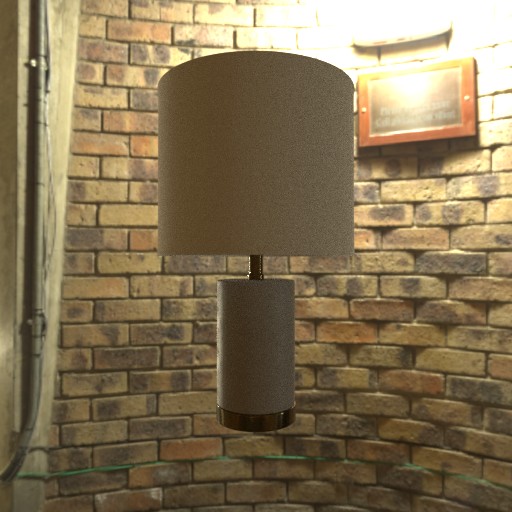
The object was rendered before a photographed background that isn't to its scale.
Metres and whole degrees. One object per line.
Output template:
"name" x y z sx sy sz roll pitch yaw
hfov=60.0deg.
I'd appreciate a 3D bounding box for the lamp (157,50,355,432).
"lamp" 0.000 0.000 0.524 0.229 0.380 0.229 0 -1 0
